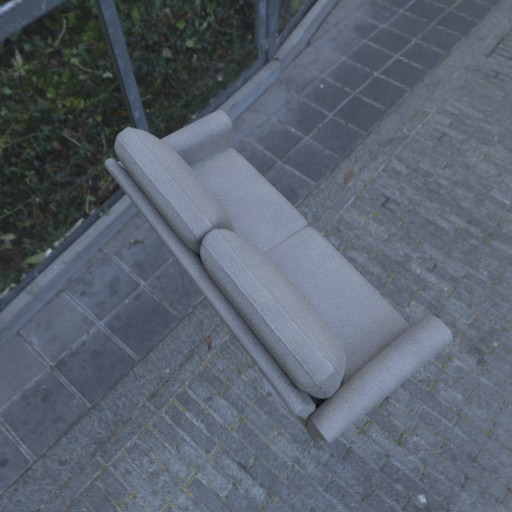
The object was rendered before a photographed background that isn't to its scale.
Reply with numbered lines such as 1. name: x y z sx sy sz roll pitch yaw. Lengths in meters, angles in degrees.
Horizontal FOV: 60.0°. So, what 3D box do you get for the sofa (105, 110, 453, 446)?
1. sofa: 0.000 0.000 2.423 0.842 0.942 1.935 -32 63 -18
